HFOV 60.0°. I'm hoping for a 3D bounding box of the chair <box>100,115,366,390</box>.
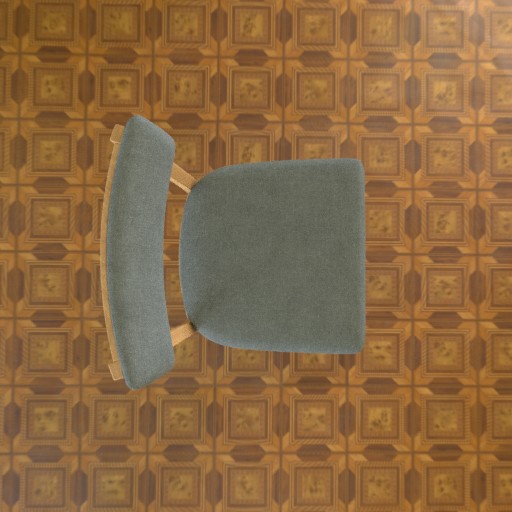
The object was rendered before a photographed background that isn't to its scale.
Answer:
[{"bbox_3d":[0.000,0.000,1.182,0.572,0.832,0.508,0,89,-1],"label":"chair"}]
